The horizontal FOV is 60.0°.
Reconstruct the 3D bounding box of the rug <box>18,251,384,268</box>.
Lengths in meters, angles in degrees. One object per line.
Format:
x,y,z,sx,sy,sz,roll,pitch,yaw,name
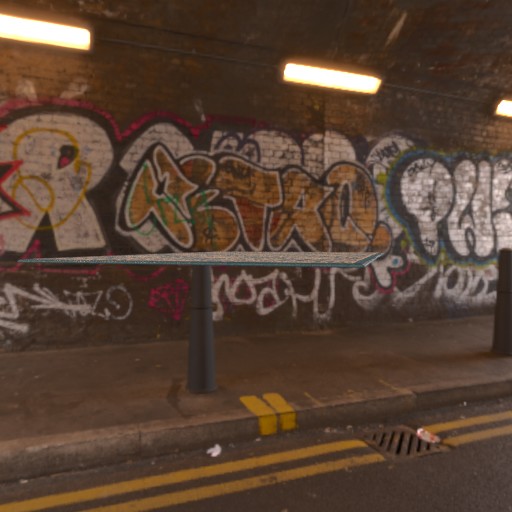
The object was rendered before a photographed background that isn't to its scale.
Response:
0.000,0.000,2.276,1.211,0.012,1.833,0,2,18,rug
